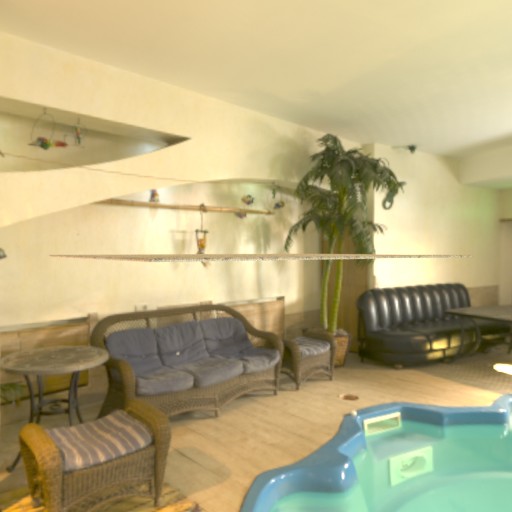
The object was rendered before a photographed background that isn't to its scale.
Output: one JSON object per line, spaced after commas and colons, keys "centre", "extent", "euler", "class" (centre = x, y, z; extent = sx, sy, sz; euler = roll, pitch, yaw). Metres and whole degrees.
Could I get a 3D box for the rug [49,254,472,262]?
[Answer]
{"centre": [0.000, 0.000, 4.056], "extent": [3.038, 0.019, 2.420], "euler": [0, 1, -36], "class": "rug"}
